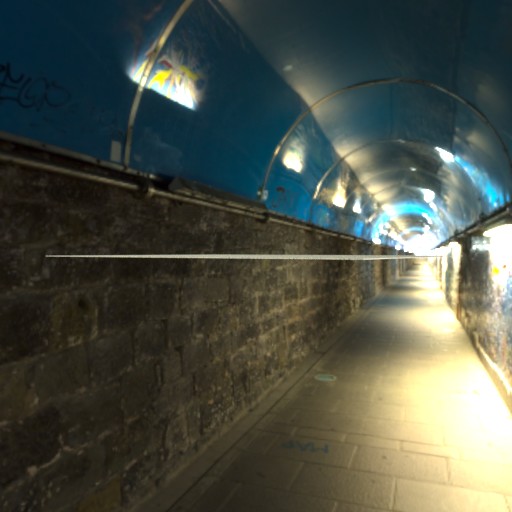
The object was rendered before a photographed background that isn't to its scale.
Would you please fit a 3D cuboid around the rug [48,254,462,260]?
[{"bbox_3d":[0.000,0.000,4.277,3.197,0.006,2.438,0,1,36],"label":"rug"}]
